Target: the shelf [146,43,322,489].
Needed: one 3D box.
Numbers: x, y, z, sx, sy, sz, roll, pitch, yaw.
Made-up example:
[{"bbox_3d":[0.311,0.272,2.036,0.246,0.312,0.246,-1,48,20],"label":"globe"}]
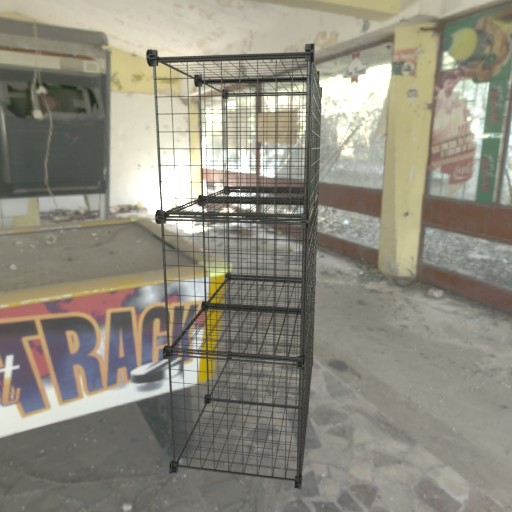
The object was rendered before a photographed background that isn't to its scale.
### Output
[{"bbox_3d":[0.000,0.000,1.380,0.356,1.067,0.711,2,14,9],"label":"shelf"}]
